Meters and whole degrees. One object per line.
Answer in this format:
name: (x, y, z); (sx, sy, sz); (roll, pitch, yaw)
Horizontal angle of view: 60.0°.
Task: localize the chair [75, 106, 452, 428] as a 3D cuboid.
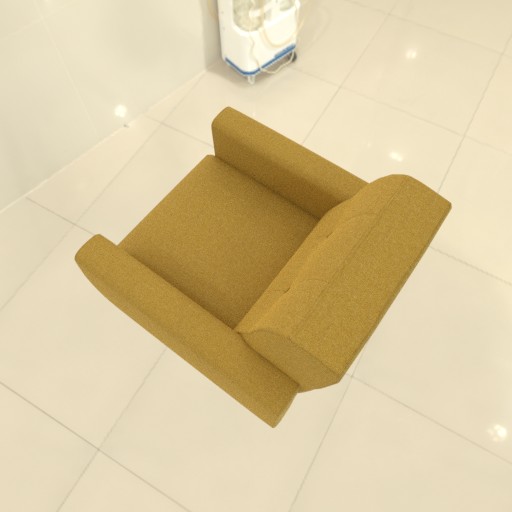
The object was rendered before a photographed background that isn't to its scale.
chair: (0.000, 0.000, 1.559); (0.909, 0.841, 0.831); (34, 69, 15)
